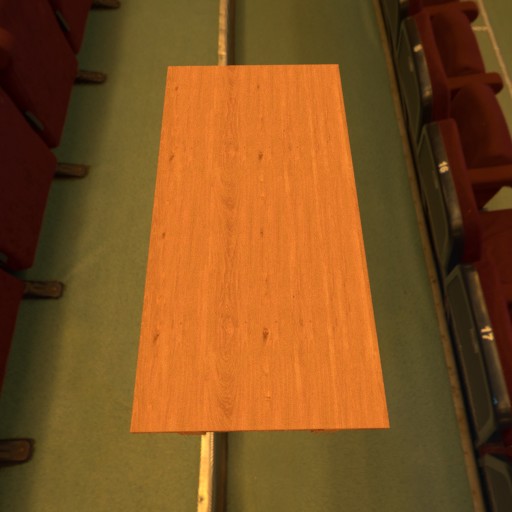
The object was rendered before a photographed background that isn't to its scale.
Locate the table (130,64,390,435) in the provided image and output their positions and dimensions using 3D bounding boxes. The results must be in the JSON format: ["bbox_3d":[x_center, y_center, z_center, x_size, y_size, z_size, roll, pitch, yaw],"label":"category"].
[{"bbox_3d":[0.000,0.000,1.169,0.450,0.452,0.899,-1,63,0],"label":"table"}]
